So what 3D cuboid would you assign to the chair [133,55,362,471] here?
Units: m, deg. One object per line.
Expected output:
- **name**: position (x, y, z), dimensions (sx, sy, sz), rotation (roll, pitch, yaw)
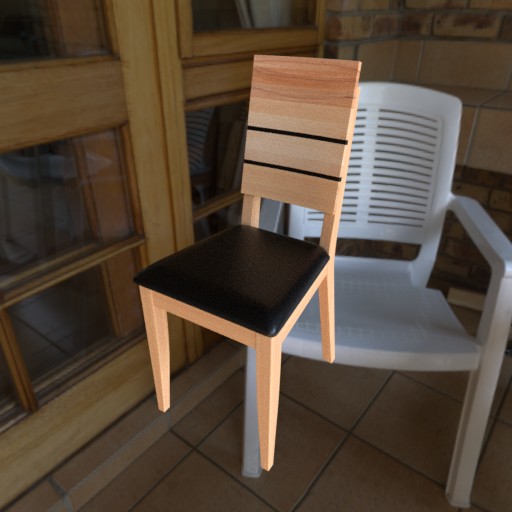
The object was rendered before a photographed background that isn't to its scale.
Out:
- **chair**: position (0.000, 0.000, 1.191), dimensions (0.410, 0.940, 0.520), rotation (17, 34, 28)
